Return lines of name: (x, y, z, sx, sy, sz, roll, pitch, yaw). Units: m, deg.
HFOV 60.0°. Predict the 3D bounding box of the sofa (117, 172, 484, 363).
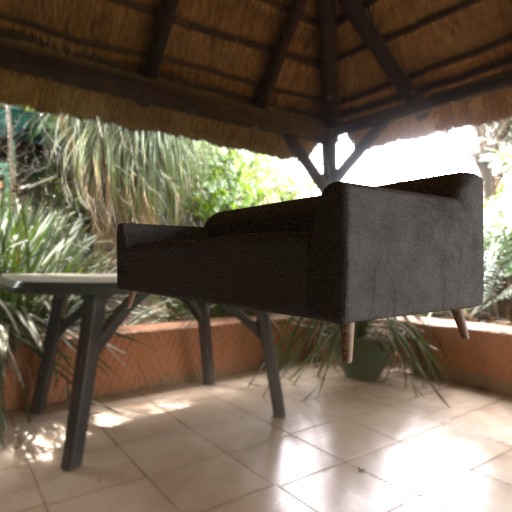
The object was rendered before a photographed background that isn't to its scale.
sofa: (0.000, 0.000, 2.561, 0.900, 0.740, 2.190, 0, -1, -36)
